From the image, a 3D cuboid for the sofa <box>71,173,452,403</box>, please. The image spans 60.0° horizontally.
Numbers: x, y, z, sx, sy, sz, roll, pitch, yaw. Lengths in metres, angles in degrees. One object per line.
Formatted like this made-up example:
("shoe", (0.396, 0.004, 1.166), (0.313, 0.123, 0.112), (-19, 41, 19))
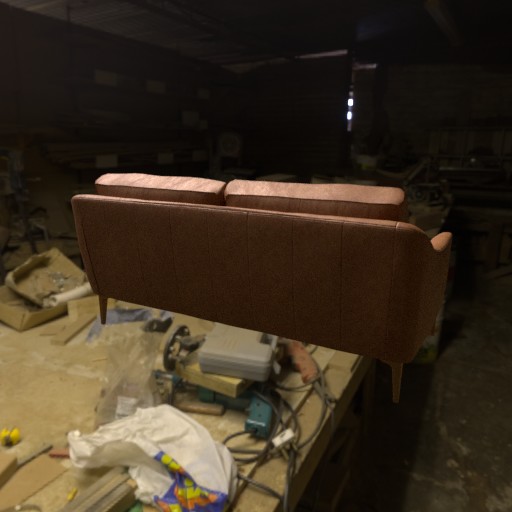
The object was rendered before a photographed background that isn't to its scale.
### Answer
("sofa", (0.000, 0.000, 2.582), (2.036, 0.945, 0.981), (8, 17, 27))
